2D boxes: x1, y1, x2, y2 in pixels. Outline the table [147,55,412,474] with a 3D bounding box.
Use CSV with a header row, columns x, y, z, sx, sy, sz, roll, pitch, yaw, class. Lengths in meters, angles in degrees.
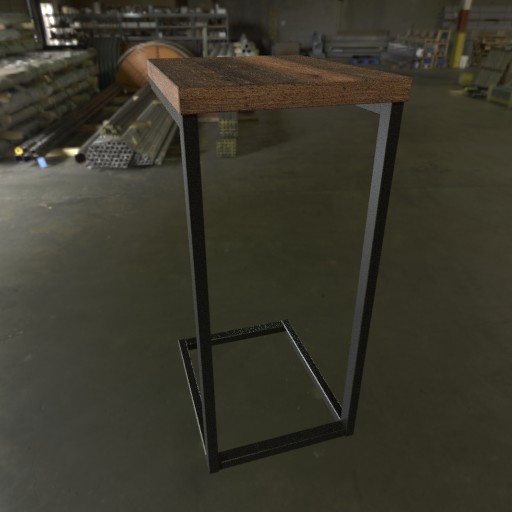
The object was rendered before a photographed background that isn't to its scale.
x,y,z,sx,sy,sz,roll,pitch,yaw,class
0.000,0.000,0.909,0.323,0.718,0.414,-8,30,-15,table
